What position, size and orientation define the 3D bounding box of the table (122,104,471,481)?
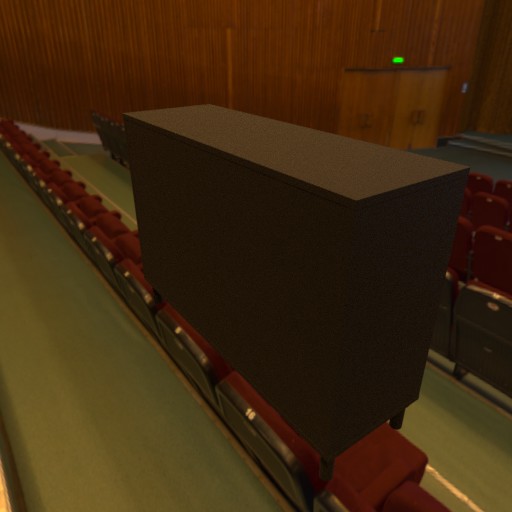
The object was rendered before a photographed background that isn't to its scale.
[{"bbox_3d":[0.000,0.000,1.570,0.400,0.855,1.200,-18,32,-31],"label":"table"}]
